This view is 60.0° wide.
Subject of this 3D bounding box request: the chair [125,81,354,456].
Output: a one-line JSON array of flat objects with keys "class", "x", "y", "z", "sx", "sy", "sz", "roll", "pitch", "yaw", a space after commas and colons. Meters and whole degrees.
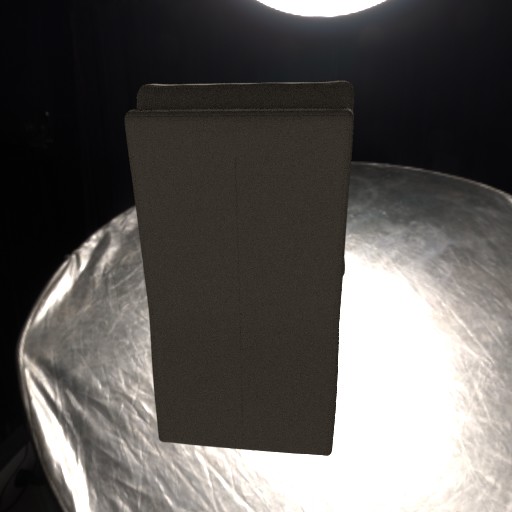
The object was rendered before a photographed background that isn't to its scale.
[{"class": "chair", "x": 0.000, "y": 0.000, "z": 1.325, "sx": 0.503, "sy": 0.927, "sz": 0.698, "roll": 2, "pitch": 15, "yaw": 7}]
